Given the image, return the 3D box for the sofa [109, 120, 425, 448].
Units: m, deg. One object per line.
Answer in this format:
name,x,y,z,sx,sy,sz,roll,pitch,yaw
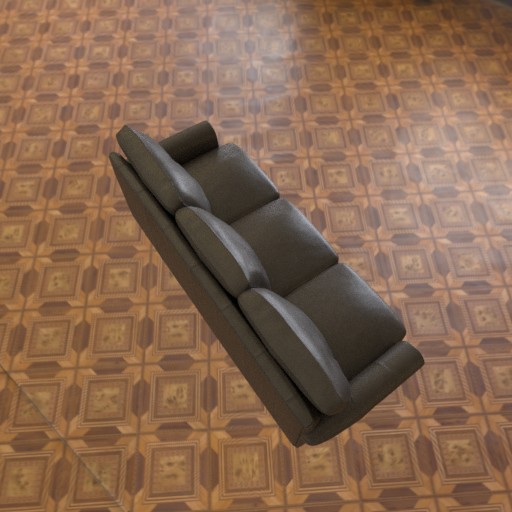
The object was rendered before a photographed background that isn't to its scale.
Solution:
sofa,0.000,0.000,2.990,0.974,0.977,2.387,-32,65,-17
